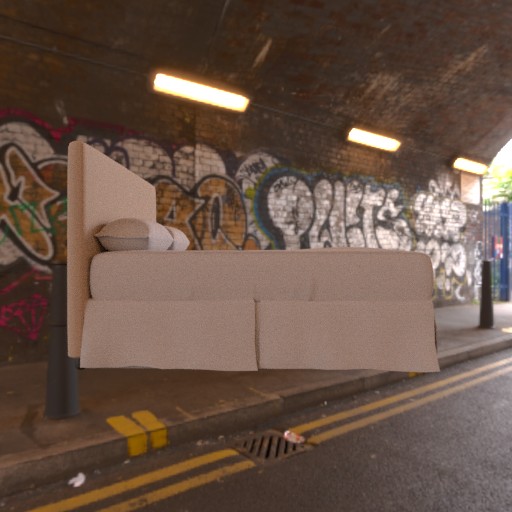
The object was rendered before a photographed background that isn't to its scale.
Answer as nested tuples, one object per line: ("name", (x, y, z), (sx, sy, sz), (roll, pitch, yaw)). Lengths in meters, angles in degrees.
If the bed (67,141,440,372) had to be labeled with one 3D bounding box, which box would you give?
("bed", (0.000, 0.000, 3.317), (2.142, 1.330, 1.748), (0, 0, 1))
